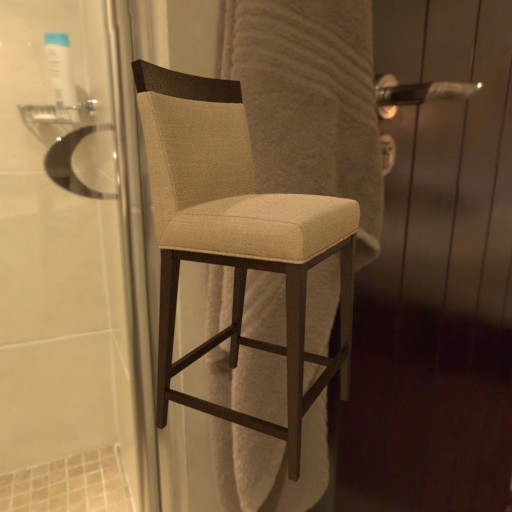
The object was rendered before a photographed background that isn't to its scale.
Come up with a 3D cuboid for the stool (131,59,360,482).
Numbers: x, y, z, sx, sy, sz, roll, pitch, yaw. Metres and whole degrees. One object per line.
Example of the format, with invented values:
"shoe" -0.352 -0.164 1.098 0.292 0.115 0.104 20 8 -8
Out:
"stool" 0.000 0.000 1.406 0.531 1.117 0.511 8 17 28
